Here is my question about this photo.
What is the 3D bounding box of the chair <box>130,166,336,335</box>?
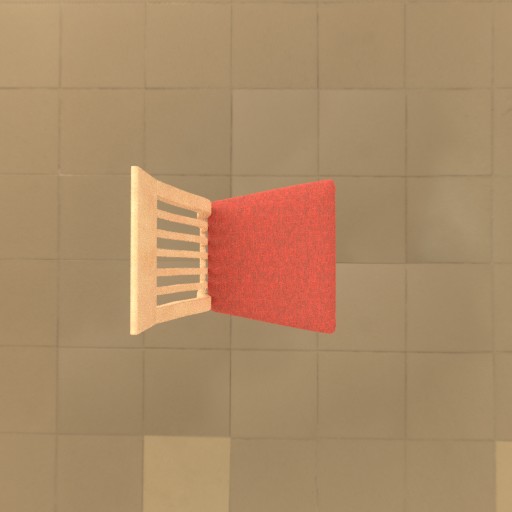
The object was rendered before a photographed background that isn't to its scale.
[{"bbox_3d":[0.000,0.000,1.265,0.474,1.027,0.460,0,89,1],"label":"chair"}]
